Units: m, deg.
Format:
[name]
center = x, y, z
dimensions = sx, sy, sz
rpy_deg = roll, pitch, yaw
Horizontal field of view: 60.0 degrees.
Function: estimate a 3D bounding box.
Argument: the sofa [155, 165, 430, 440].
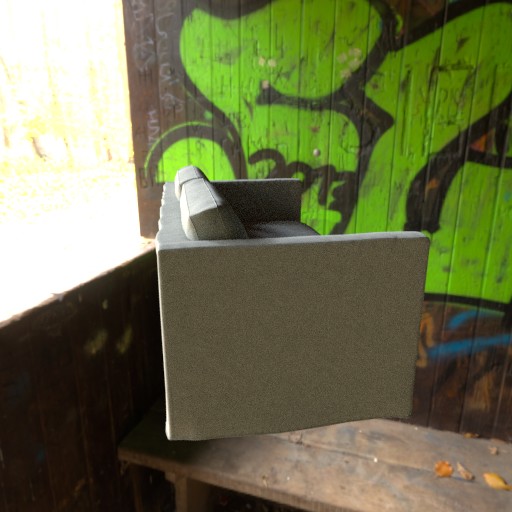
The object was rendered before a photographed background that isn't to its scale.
[sofa]
center = 0.000, 0.000, 2.305
dimensions = 0.944, 0.830, 1.727
rpy_deg = -3, 17, -10
